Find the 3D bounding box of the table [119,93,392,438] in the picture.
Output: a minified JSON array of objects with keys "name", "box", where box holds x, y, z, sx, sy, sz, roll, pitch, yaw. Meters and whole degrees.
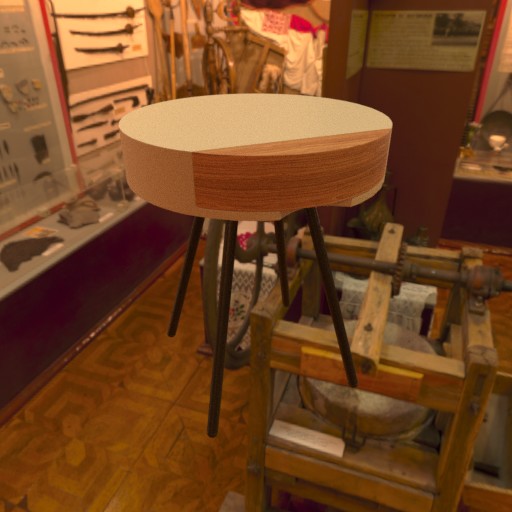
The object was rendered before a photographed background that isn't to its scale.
[{"name":"table","box":[0.000,0.000,0.854,0.450,0.525,0.450,0,29,0]}]
